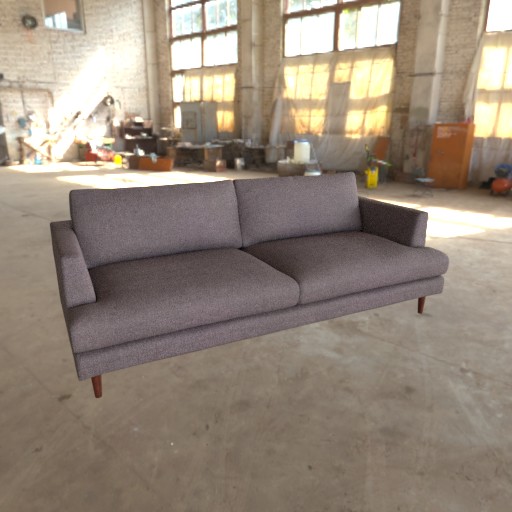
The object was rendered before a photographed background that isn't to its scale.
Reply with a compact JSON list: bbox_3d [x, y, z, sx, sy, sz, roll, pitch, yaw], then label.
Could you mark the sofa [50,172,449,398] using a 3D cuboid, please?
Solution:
[{"bbox_3d":[0.000,0.000,2.738,2.250,0.868,1.020,-9,19,-26],"label":"sofa"}]
